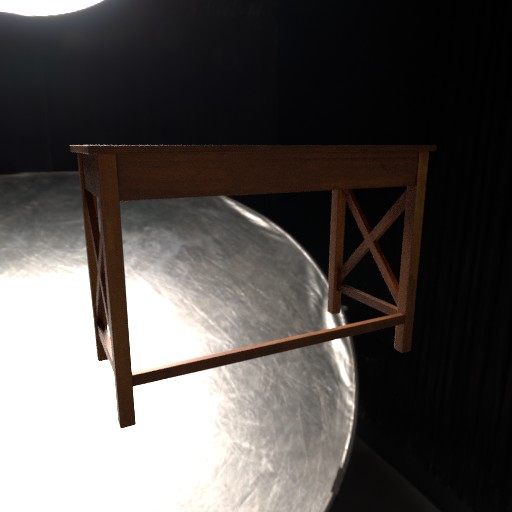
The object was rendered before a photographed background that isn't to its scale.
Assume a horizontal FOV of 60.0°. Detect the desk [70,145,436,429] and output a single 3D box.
[{"bbox_3d":[0.000,0.000,1.574,1.117,0.762,0.508,-7,16,-26],"label":"desk"}]
